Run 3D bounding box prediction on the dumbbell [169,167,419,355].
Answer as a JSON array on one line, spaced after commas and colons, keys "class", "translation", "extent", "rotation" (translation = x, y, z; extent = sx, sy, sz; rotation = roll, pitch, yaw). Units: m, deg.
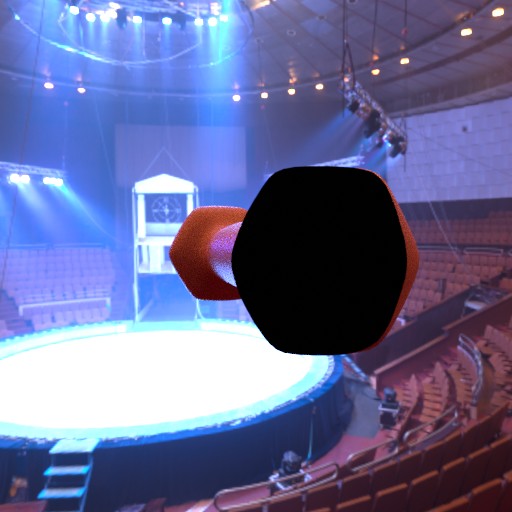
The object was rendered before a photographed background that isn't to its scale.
[{"class": "dumbbell", "translation": [0.000, 0.000, 0.152], "extent": [0.047, 0.043, 0.123], "rotation": [0, 1, -18]}]
